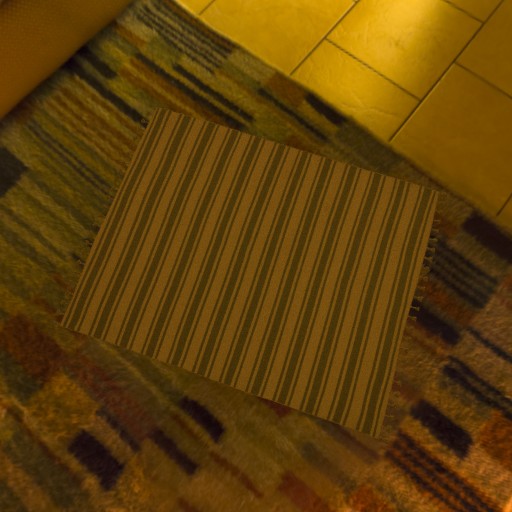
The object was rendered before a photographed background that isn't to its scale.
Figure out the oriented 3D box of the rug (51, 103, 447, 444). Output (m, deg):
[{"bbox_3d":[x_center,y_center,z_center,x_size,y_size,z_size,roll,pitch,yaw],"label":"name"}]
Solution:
[{"bbox_3d":[0.000,0.000,4.214,3.201,0.005,2.439,18,76,5],"label":"rug"}]
